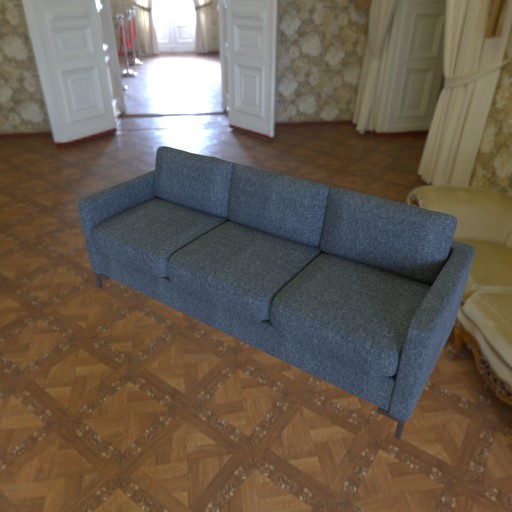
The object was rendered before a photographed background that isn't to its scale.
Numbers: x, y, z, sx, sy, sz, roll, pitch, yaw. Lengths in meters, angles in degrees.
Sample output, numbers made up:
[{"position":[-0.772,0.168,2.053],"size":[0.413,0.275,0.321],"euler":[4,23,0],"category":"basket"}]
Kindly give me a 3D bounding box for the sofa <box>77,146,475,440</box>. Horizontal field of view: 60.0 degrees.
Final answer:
[{"position":[0.000,0.000,2.660],"size":[2.218,0.874,0.859],"euler":[20,36,29],"category":"sofa"}]
